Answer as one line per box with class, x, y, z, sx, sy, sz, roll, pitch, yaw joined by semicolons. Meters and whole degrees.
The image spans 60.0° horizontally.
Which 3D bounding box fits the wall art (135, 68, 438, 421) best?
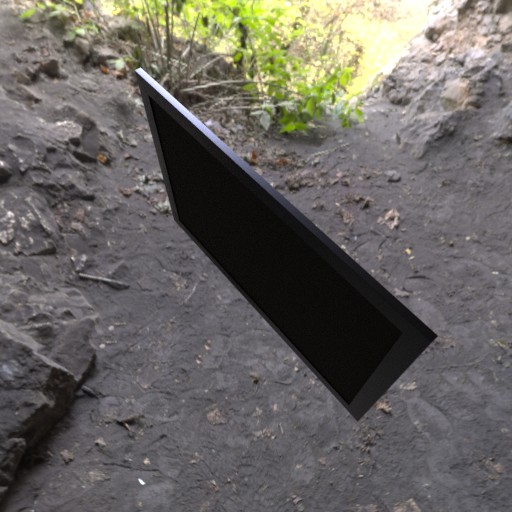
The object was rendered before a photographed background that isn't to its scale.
wall art;0.000;0.000;0.846;0.013;0.447;0.660;-35;65;-20
